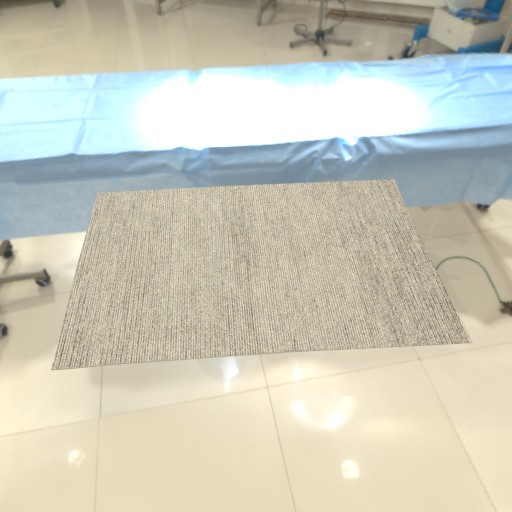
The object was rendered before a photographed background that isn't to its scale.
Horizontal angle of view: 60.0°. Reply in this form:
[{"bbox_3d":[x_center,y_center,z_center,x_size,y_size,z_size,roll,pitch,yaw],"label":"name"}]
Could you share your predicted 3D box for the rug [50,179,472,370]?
[{"bbox_3d":[0.000,0.000,2.273,1.804,0.022,1.162,-3,47,-3],"label":"rug"}]
